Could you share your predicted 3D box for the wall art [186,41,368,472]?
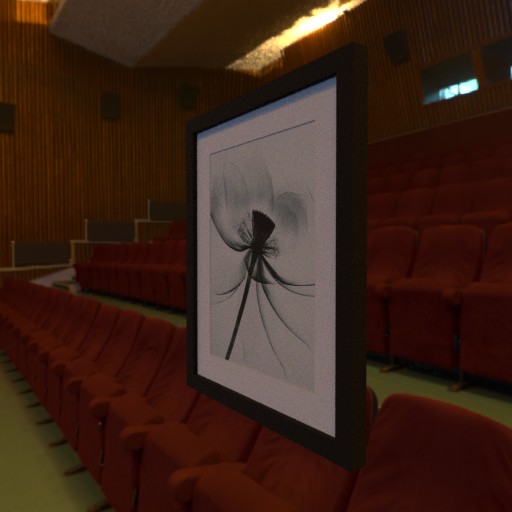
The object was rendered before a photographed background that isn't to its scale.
[{"bbox_3d":[0.000,0.000,0.766,0.029,0.559,0.457,-1,1,-37],"label":"wall art"}]
